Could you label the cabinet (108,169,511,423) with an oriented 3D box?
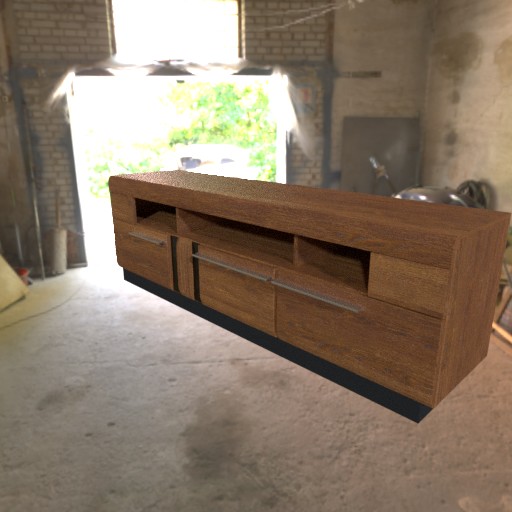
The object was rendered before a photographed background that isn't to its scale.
[{"bbox_3d":[0.000,0.000,1.712,0.419,0.510,1.600,-16,23,-42],"label":"cabinet"}]
